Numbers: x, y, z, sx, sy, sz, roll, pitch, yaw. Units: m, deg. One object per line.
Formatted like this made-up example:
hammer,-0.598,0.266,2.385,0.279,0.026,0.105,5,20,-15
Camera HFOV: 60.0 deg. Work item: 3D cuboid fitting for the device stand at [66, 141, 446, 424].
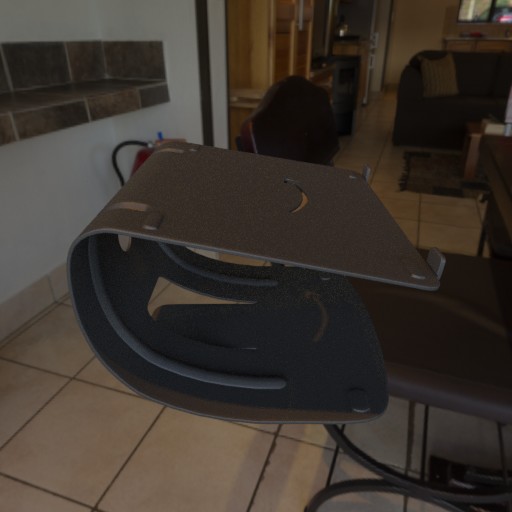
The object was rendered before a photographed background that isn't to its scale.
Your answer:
device stand,0.000,0.000,0.400,0.236,0.155,0.256,0,27,0
